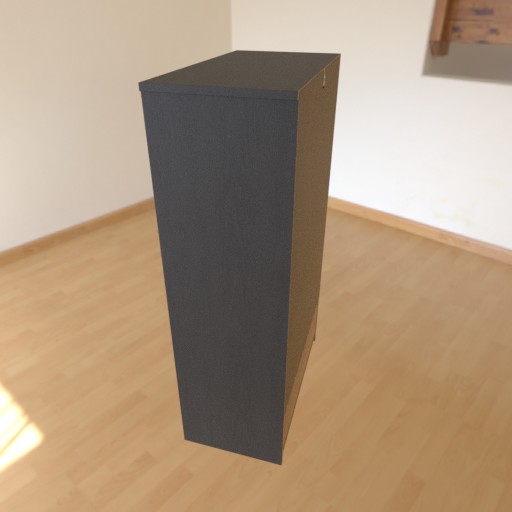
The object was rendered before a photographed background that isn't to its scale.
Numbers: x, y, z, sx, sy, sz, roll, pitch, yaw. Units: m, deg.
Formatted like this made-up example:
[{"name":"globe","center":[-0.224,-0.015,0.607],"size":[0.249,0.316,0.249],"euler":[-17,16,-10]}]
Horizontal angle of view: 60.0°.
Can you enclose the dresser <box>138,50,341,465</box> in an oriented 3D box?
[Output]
[{"name":"dresser","center":[0.000,0.000,1.573],"size":[0.399,1.255,0.704],"euler":[9,32,14]}]
